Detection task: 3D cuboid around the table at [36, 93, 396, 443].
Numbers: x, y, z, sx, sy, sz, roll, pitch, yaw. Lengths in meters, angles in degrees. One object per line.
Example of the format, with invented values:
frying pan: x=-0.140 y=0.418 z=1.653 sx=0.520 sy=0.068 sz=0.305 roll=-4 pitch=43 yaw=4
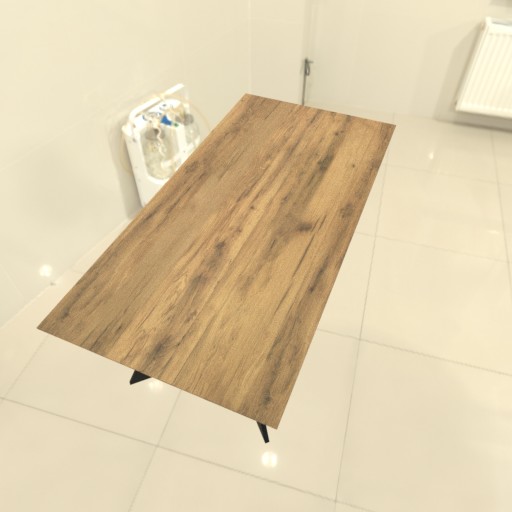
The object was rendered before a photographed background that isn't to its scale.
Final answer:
table: x=0.000 y=0.000 z=2.489 sx=1.000 sy=0.770 sz=2.000 roll=17 pitch=50 yaw=15
